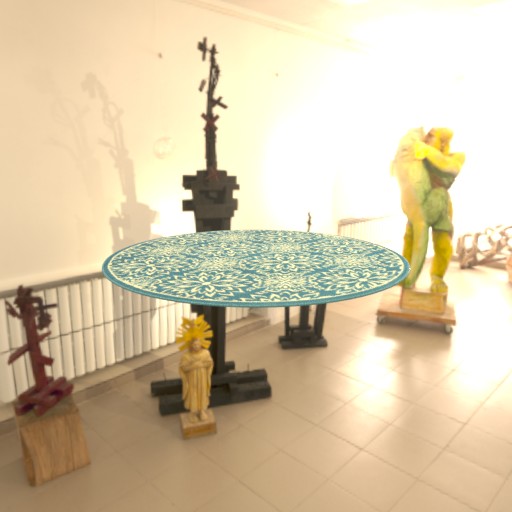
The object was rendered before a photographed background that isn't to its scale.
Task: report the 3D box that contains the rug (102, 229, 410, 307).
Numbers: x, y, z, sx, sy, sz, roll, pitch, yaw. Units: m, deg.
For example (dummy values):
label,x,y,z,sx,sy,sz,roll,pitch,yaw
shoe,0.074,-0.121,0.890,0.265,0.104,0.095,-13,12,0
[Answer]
label,x,y,z,sx,sy,sz,roll,pitch,yaw
rug,0.000,0.000,2.415,1.593,0.012,1.593,0,14,0
